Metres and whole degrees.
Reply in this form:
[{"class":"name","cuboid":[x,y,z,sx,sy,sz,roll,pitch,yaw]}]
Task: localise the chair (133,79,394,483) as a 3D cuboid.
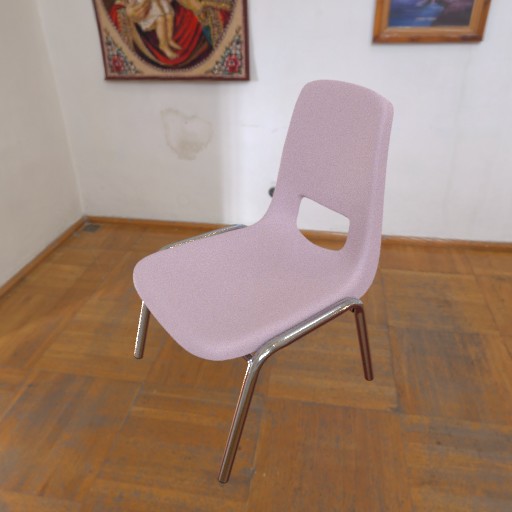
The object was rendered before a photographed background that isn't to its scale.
[{"class":"chair","cuboid":[0.000,0.000,0.772,0.385,0.536,0.354,-20,37,-30]}]
